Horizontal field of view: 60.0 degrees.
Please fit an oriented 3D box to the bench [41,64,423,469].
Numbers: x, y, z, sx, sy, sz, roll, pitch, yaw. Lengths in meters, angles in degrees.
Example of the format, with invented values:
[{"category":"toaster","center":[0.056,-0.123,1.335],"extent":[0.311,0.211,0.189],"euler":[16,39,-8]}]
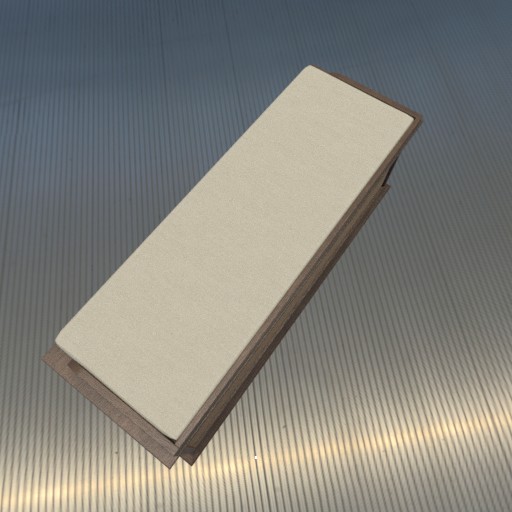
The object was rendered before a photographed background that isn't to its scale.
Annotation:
[{"category":"bench","center":[0.000,0.000,1.385],"extent":[0.402,0.501,1.185],"euler":[34,70,14]}]
